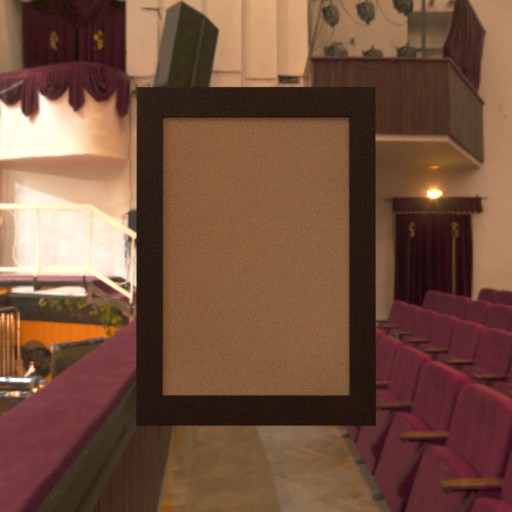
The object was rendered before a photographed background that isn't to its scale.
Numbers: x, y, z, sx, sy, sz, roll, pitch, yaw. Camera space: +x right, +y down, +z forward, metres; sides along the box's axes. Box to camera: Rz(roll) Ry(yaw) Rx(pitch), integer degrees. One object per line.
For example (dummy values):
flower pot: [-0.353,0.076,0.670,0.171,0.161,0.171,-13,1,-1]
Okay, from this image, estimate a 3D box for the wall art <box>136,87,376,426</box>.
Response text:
wall art: [0.000,0.000,0.670,0.359,0.508,0.013,0,0,0]
